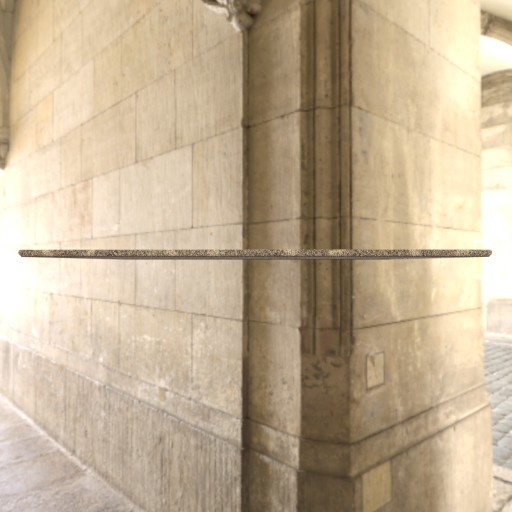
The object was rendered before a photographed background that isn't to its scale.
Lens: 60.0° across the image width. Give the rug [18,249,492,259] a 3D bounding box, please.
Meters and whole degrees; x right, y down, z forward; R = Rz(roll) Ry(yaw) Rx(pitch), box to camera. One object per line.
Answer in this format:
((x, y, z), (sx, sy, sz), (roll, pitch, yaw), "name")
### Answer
((0.000, 0.000, 2.082), (1.600, 0.025, 1.200), (0, -1, 1), "rug")
